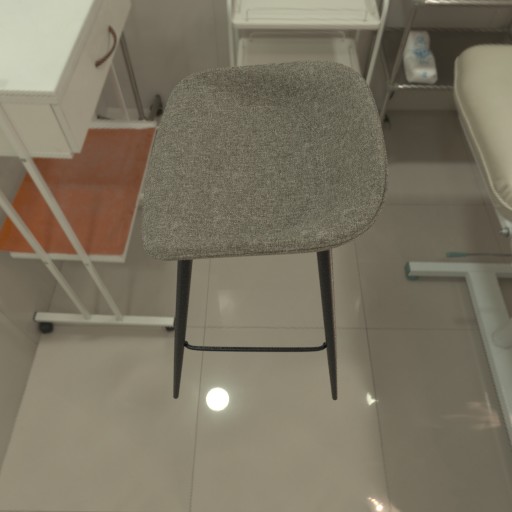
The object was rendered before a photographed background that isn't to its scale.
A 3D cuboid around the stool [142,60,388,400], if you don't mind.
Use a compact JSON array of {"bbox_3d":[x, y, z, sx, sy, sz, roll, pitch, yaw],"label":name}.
[{"bbox_3d":[0.000,0.000,1.079,0.480,0.814,0.469,0,57,0],"label":"stool"}]
